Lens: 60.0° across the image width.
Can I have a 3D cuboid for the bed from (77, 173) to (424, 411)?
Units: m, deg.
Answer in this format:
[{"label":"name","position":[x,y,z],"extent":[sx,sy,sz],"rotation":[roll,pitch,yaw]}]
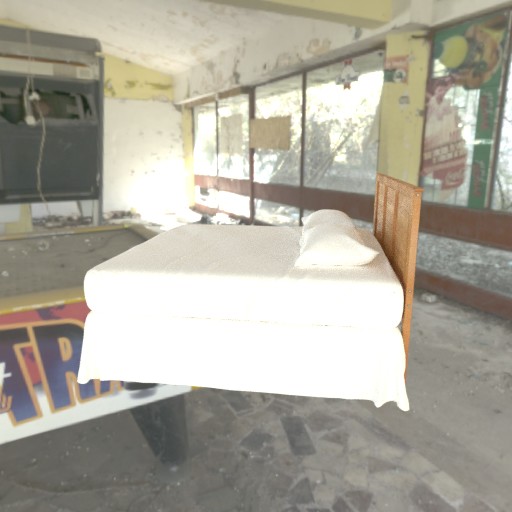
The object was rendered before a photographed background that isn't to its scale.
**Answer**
[{"label":"bed","position":[0.000,0.000,3.644],"extent":[2.215,1.270,2.317],"rotation":[2,13,9]}]
